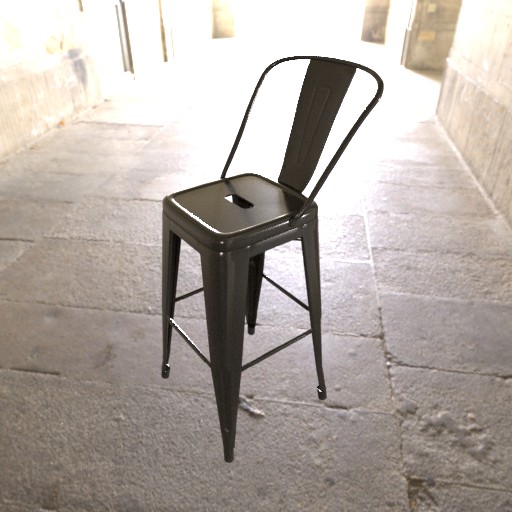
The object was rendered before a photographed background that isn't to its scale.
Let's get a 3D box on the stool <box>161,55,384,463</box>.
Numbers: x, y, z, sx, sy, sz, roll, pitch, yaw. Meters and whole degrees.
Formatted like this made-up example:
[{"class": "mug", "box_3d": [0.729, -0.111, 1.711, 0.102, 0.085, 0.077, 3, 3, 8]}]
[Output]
[{"class": "stool", "box_3d": [0.000, 0.000, 1.290, 0.528, 1.022, 0.432, -22, 38, -31]}]
